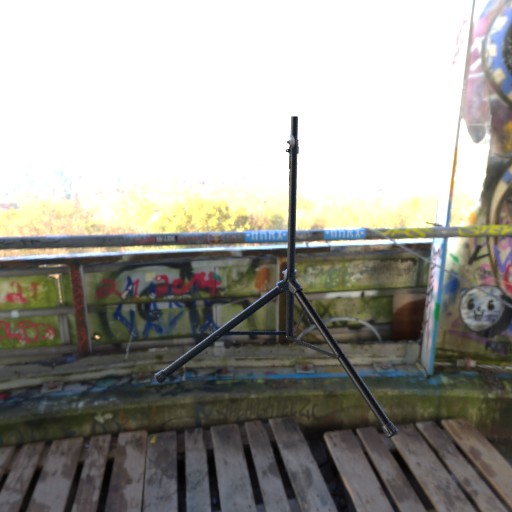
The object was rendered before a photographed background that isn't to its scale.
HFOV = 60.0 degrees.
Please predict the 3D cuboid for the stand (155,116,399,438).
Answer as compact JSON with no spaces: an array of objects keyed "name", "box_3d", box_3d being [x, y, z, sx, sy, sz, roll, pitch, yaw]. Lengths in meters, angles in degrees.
[{"name":"stand","box_3d":[0.000,0.000,1.882,0.907,1.136,1.045,-2,16,-8]}]
